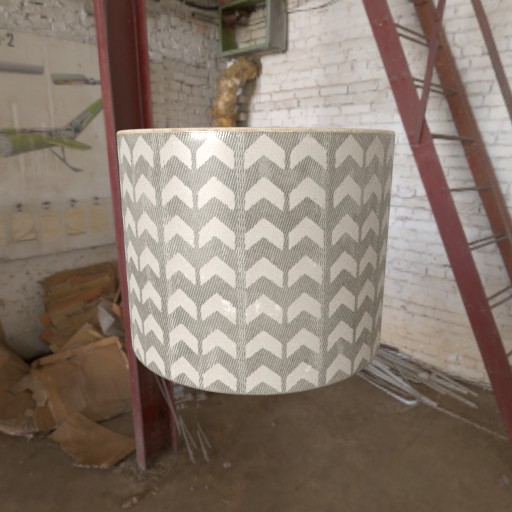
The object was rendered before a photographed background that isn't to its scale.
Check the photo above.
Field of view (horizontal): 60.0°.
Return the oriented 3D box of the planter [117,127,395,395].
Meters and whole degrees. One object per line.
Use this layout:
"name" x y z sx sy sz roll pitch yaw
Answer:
"planter" 0.000 0.000 0.337 0.190 0.181 0.190 0 14 0
